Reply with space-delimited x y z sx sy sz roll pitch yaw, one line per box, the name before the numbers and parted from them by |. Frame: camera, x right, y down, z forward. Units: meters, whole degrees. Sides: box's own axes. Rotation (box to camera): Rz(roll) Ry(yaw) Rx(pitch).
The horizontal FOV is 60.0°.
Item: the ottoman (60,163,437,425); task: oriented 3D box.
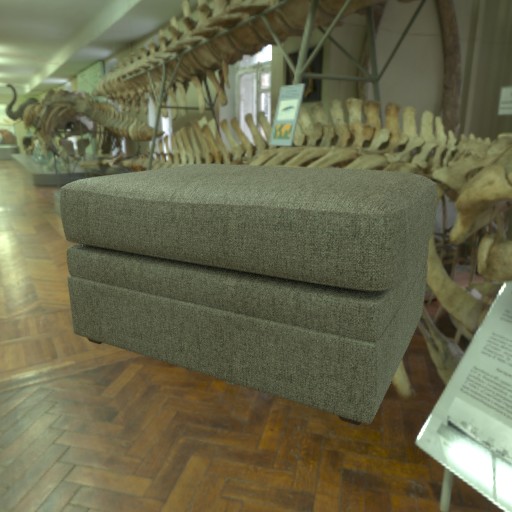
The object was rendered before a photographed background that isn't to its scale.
ottoman | 0.000 0.000 1.249 0.885 0.478 0.637 9 18 28
